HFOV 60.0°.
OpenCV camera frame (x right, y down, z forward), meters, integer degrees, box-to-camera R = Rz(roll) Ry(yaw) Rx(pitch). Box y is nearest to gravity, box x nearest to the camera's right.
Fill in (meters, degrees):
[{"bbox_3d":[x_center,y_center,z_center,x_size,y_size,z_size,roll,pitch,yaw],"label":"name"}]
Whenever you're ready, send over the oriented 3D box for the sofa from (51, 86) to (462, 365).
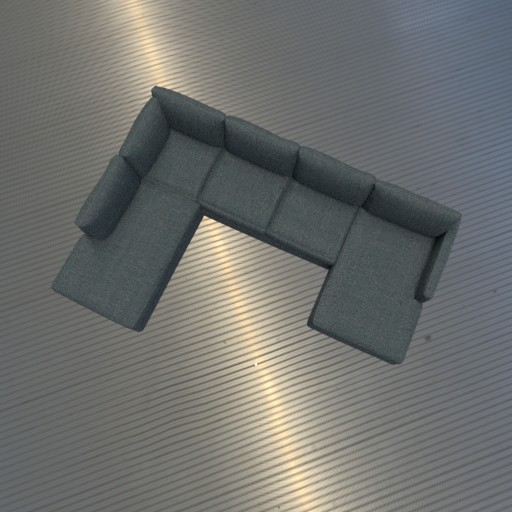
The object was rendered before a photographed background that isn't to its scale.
[{"bbox_3d":[0.000,0.000,3.544,2.737,0.753,1.879,24,78,6],"label":"sofa"}]
